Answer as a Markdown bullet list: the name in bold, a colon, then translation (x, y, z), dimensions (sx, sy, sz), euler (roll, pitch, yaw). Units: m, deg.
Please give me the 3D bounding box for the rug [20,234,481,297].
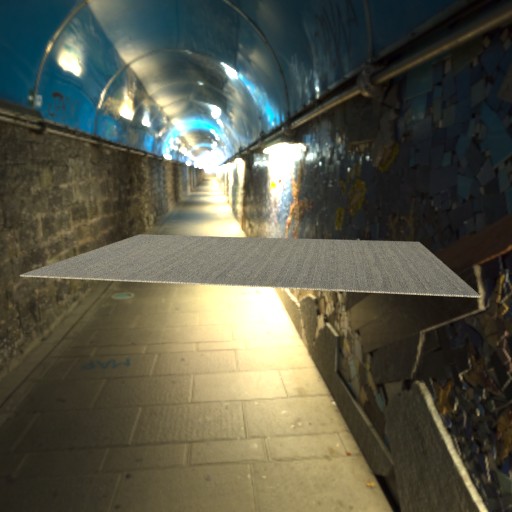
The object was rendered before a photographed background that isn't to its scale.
- **rug**: translation (0.000, 0.000, 2.208), dimensions (1.752, 0.006, 1.142), euler (2, 11, 10)
